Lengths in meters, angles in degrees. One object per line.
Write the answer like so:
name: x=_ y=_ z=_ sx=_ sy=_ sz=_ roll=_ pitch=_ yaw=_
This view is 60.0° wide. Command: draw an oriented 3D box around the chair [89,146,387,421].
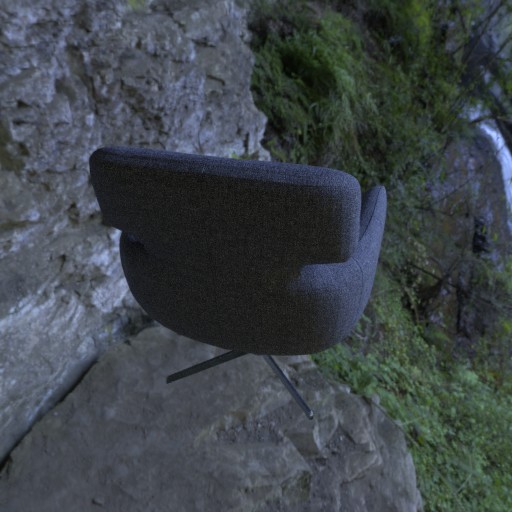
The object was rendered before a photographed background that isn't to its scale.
chair: x=0.000 y=0.000 z=1.327 sx=0.706 sy=0.812 sz=0.715 roll=9 pitch=33 yaw=15
